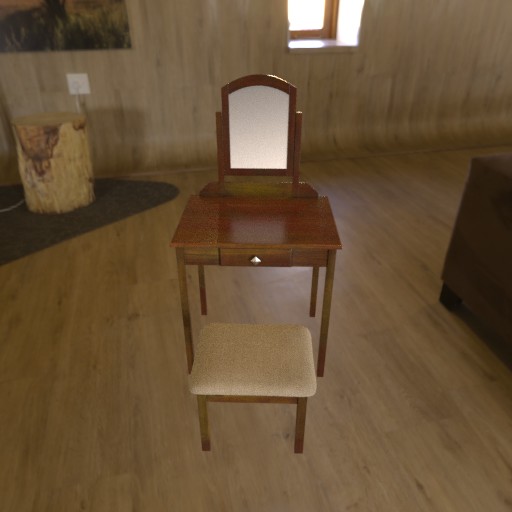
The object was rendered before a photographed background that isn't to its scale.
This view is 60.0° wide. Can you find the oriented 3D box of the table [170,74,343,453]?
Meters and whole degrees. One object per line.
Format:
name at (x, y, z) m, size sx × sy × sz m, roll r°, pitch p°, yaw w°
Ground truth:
table at (0.000, 0.000, 2.337) m, size 0.876 × 1.631 × 1.211 m, roll 1°, pitch 30°, yaw 1°
